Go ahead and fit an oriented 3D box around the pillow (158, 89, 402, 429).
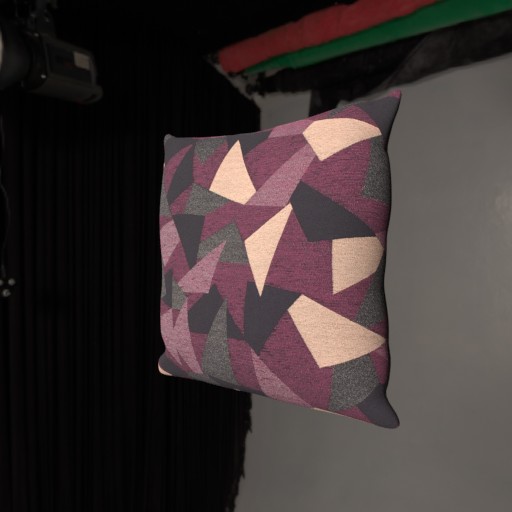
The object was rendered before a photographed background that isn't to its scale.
[{"bbox_3d":[0.000,0.000,0.775,0.503,0.496,0.208,1,1,36],"label":"pillow"}]
